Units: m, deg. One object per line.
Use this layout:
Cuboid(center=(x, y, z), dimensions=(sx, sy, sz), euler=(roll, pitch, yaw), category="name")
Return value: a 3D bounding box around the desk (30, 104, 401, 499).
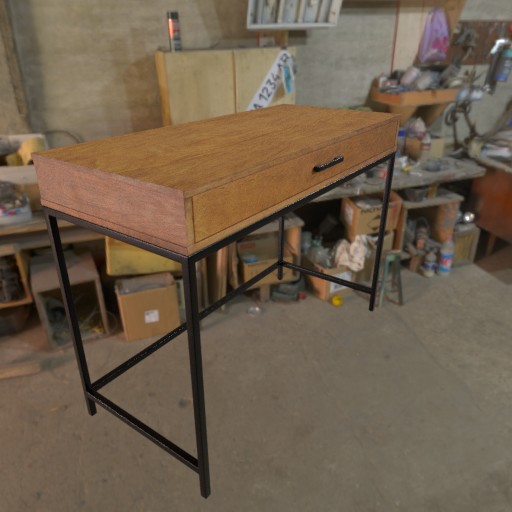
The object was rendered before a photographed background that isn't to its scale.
Cuboid(center=(0.000, 0.000, 1.370), dimensions=(0.470, 0.762, 1.016), euler=(18, 31, 32), category="desk")
